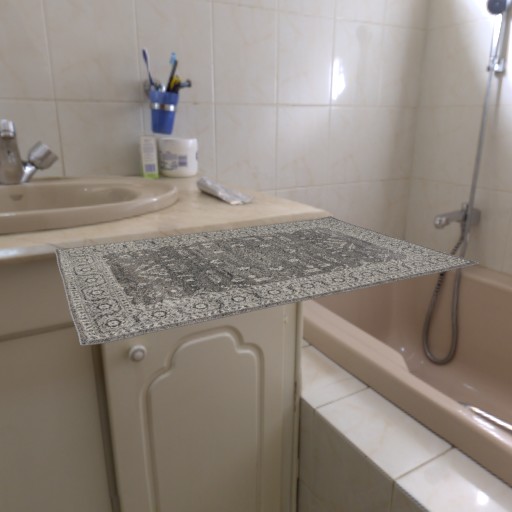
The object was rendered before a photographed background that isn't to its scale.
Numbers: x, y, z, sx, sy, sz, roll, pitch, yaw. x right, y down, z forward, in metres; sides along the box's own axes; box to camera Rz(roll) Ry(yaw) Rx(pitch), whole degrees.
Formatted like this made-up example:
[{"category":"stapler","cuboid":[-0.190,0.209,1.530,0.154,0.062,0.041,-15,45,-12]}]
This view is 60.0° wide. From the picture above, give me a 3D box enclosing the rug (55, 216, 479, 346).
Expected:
[{"category":"rug","cuboid":[0.000,0.000,2.266,1.828,0.019,1.209,-8,19,-26]}]
